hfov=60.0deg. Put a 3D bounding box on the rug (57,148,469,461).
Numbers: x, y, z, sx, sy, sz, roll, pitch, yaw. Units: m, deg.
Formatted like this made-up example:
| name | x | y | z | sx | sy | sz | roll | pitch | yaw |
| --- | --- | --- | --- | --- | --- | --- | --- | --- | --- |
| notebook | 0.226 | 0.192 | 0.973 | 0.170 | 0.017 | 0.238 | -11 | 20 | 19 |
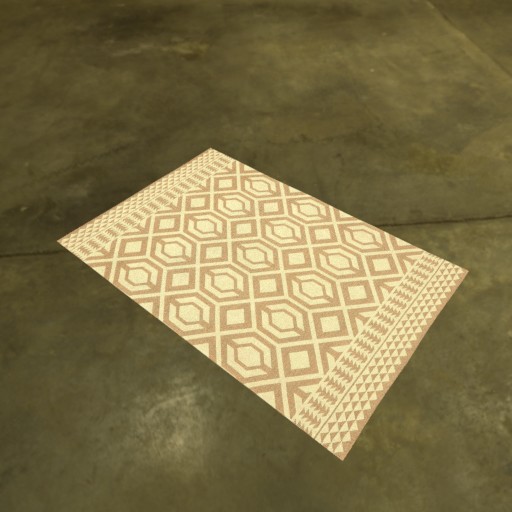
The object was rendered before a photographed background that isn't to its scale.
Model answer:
| name | x | y | z | sx | sy | sz | roll | pitch | yaw |
| --- | --- | --- | --- | --- | --- | --- | --- | --- | --- |
| rug | 0.000 | 0.000 | 2.356 | 1.829 | 0.008 | 1.219 | 30 | 53 | 26 |
